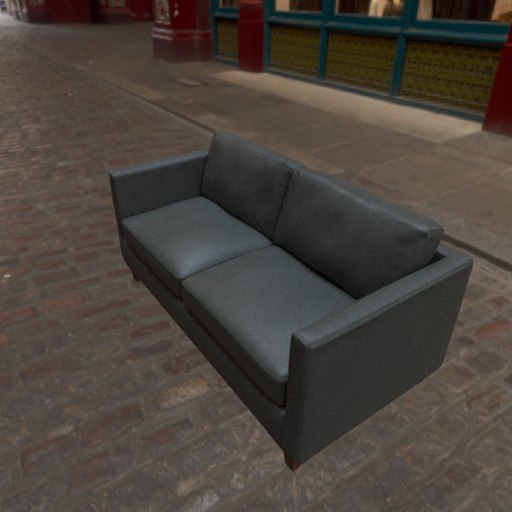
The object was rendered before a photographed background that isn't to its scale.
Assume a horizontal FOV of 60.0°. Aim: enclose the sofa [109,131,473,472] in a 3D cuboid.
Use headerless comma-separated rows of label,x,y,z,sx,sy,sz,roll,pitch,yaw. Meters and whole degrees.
sofa,0.000,0.000,2.409,0.951,0.933,1.883,-20,37,-29
